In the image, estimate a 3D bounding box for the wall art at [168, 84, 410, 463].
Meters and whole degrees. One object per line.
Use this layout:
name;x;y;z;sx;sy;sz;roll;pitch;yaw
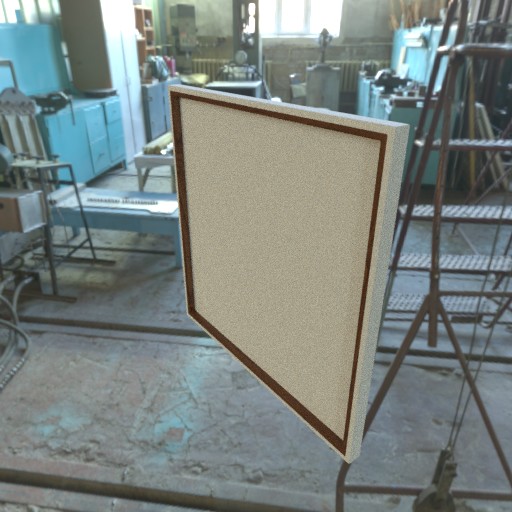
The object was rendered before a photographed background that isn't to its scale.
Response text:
wall art;0.000;0.000;1.126;0.037;0.757;0.757;-19;32;-33
